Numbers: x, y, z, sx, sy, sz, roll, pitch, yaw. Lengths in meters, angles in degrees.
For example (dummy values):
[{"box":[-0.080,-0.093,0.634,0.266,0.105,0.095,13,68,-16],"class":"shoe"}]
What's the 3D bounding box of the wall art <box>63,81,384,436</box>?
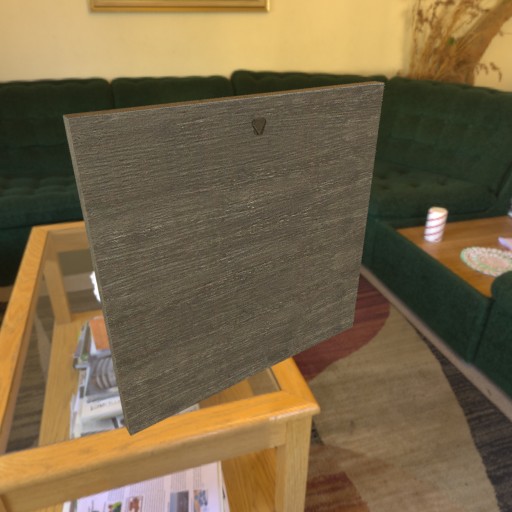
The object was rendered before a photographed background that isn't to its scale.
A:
[{"box":[0.000,0.000,0.668,0.462,0.459,0.027,-18,33,-30],"class":"wall art"}]
